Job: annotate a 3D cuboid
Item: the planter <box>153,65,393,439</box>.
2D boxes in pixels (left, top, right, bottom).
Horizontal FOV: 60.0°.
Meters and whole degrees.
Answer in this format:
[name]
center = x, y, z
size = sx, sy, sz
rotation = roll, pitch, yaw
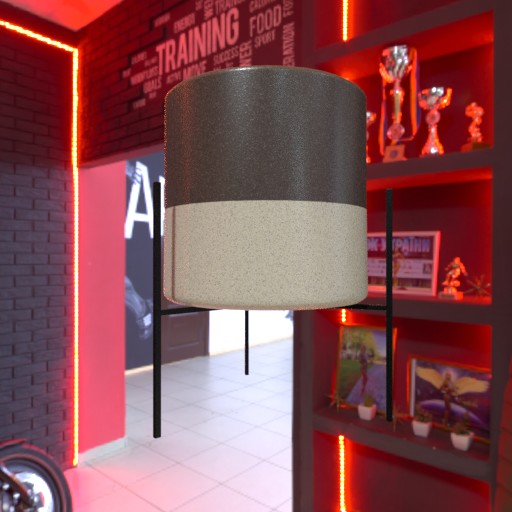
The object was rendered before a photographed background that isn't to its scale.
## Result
[planter]
center = 0.000, 0.000, 0.531
size = 0.250, 0.353, 0.260
rotation = 0, 0, -17
